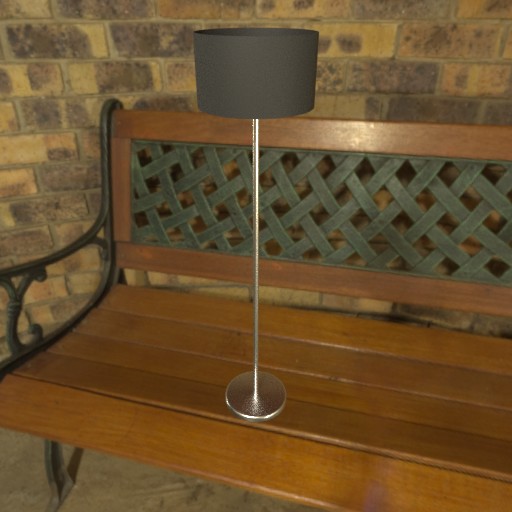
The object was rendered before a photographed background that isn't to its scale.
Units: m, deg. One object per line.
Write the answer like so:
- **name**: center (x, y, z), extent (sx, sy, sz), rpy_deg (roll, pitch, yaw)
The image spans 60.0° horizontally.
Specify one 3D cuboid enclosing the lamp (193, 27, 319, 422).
- **lamp**: center (0.000, 0.000, 1.593), extent (0.348, 1.443, 0.348), rpy_deg (-9, 31, -14)
